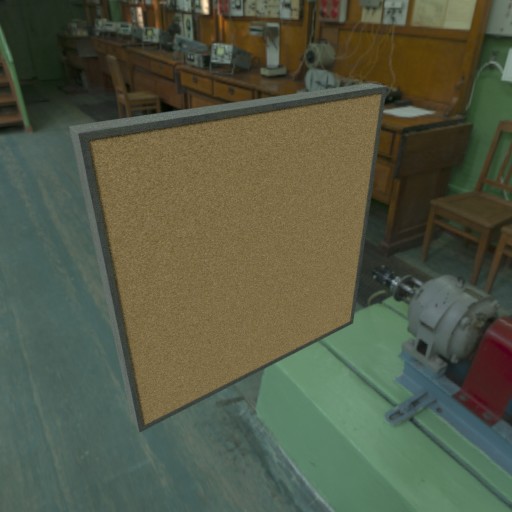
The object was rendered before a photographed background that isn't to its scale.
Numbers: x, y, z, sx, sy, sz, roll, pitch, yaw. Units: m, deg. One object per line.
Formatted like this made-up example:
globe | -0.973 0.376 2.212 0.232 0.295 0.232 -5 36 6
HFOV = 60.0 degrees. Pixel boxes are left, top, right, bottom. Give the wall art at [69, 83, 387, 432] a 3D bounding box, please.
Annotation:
wall art | 0.000 0.000 0.760 0.507 0.507 0.037 -19 36 -29
